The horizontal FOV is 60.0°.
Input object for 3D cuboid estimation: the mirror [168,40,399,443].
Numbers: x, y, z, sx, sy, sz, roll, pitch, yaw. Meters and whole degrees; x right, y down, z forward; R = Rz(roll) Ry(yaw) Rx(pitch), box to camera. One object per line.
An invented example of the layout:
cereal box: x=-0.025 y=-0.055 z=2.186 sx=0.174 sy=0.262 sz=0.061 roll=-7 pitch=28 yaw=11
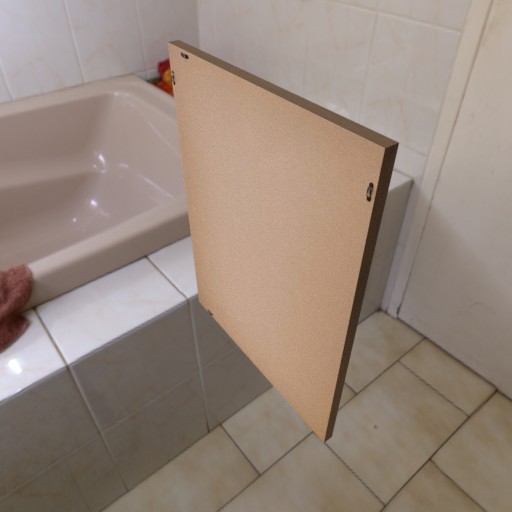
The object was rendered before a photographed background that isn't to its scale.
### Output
mirror: x=0.000 y=0.000 z=1.305 sx=0.040 sy=1.016 sz=0.762 roll=-26 pitch=47 yaw=-27
